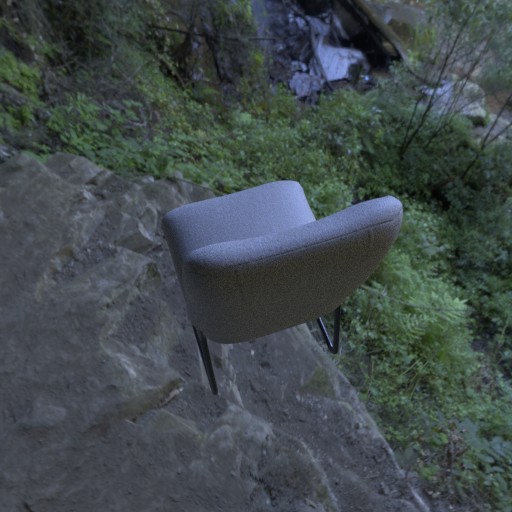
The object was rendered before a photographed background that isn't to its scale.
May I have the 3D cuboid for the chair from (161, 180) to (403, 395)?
[{"bbox_3d":[0.000,0.000,1.210,0.448,0.864,0.560,-16,60,-10],"label":"chair"}]
